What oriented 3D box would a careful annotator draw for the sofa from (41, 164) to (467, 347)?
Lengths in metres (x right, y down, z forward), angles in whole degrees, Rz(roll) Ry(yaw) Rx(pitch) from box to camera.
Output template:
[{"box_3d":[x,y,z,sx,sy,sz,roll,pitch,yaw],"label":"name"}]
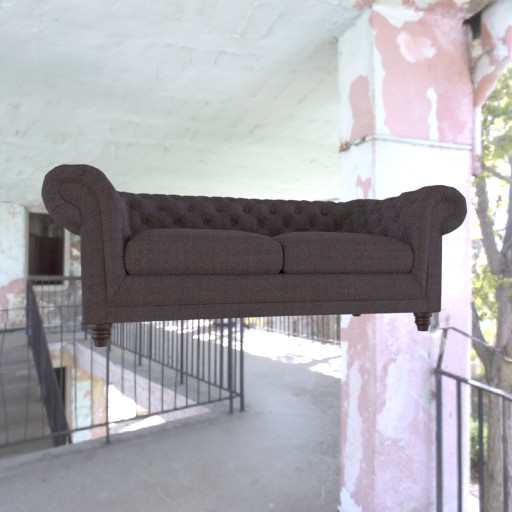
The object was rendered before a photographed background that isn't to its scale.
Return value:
[{"box_3d":[0.000,0.000,2.461,2.048,0.780,0.944,0,-1,-16],"label":"sofa"}]
